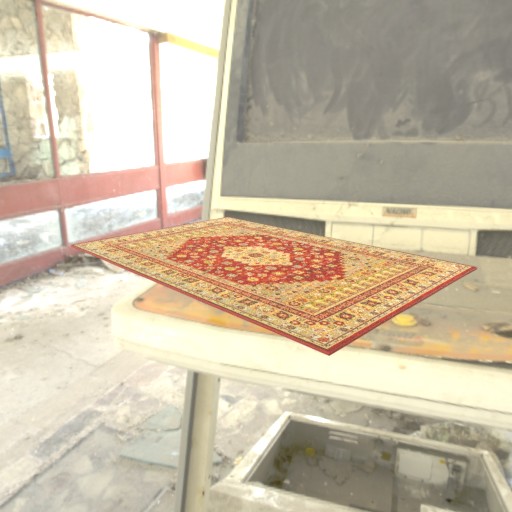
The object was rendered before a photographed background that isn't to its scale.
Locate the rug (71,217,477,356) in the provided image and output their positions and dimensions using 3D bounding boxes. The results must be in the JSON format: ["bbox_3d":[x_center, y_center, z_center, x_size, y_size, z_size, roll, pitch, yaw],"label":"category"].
[{"bbox_3d":[0.000,0.000,2.321,1.802,0.013,1.194,15,22,43],"label":"rug"}]
